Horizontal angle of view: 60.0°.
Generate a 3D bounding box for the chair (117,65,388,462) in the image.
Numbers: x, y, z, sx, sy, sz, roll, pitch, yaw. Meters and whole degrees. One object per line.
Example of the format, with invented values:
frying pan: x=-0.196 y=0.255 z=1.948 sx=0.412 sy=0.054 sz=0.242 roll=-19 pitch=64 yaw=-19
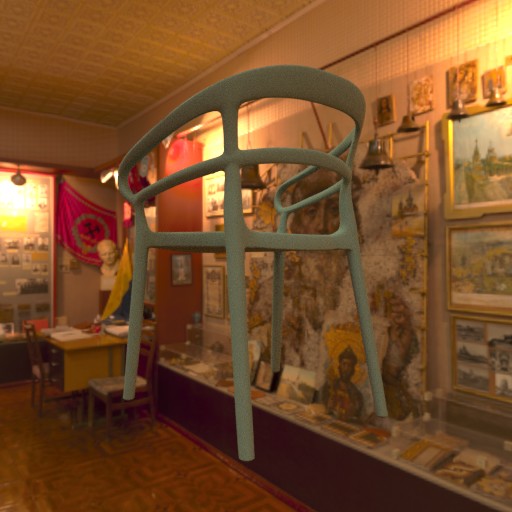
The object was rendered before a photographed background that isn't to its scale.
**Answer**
chair: x=0.000 y=0.000 z=1.131 sx=0.559 sy=0.761 sz=0.527 roll=0 pitch=0 yaw=-36
